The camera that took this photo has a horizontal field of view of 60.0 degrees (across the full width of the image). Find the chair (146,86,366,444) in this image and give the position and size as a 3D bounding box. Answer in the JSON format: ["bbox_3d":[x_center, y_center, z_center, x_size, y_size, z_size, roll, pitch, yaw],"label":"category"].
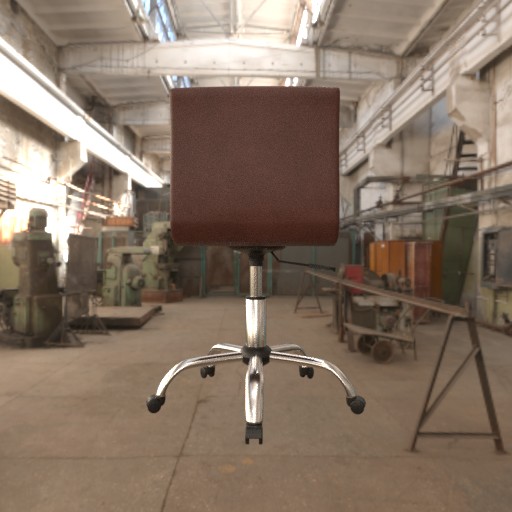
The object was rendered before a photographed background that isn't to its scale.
[{"bbox_3d":[0.000,0.000,1.169,0.556,0.780,0.530,0,1,1],"label":"chair"}]
